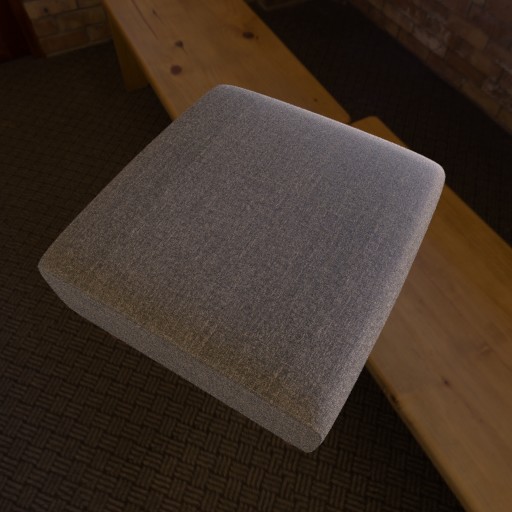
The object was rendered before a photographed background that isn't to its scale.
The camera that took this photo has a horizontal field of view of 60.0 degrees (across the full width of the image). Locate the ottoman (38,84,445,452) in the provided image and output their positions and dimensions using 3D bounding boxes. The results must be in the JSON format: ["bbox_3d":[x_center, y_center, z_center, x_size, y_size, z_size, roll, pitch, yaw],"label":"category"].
[{"bbox_3d":[0.000,0.000,1.048,0.648,0.399,0.655,26,60,16],"label":"ottoman"}]
